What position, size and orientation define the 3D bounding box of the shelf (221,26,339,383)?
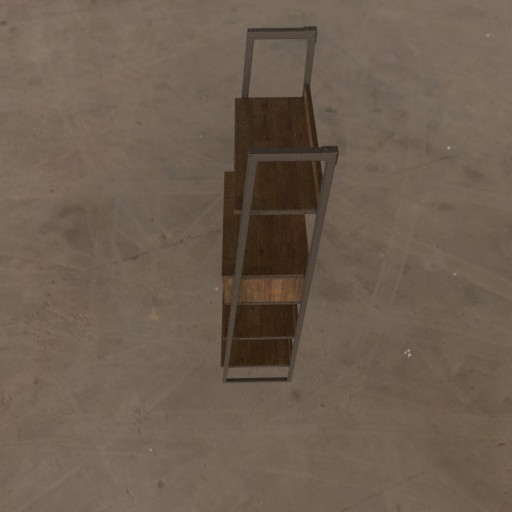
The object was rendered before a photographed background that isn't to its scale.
[{"bbox_3d":[0.000,0.000,2.249,0.454,2.005,0.652,-1,56,-1],"label":"shelf"}]
